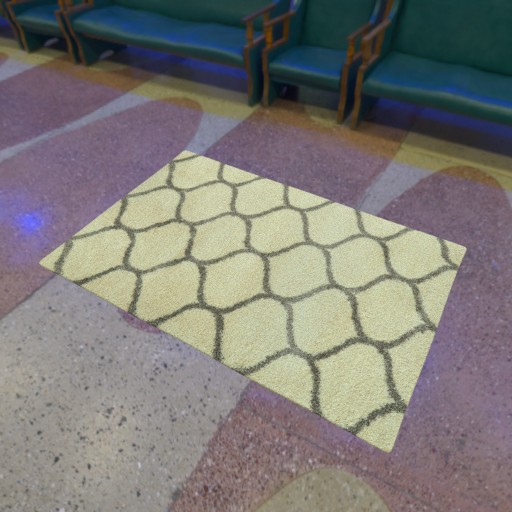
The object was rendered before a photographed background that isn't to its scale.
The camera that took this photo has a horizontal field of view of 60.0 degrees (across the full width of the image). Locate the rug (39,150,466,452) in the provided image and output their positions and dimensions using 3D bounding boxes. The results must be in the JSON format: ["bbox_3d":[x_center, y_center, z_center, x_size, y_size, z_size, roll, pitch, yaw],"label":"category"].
[{"bbox_3d":[0.000,0.000,3.346,2.701,0.026,1.801,23,50,21],"label":"rug"}]
